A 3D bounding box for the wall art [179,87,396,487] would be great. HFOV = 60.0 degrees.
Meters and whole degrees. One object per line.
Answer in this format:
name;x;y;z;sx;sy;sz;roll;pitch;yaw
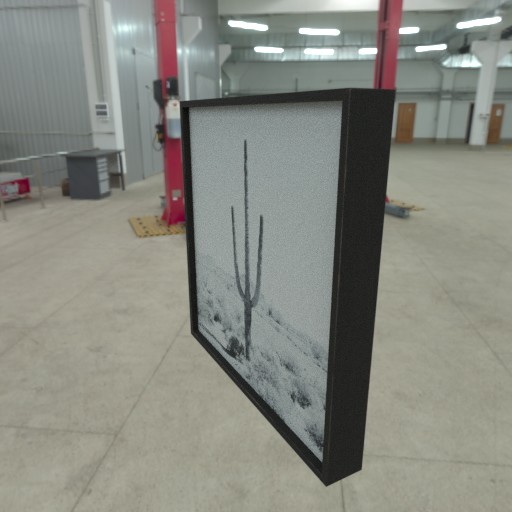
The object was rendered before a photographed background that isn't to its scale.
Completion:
wall art;0.000;0.000;0.451;0.038;0.305;0.305;-9;20;-27
